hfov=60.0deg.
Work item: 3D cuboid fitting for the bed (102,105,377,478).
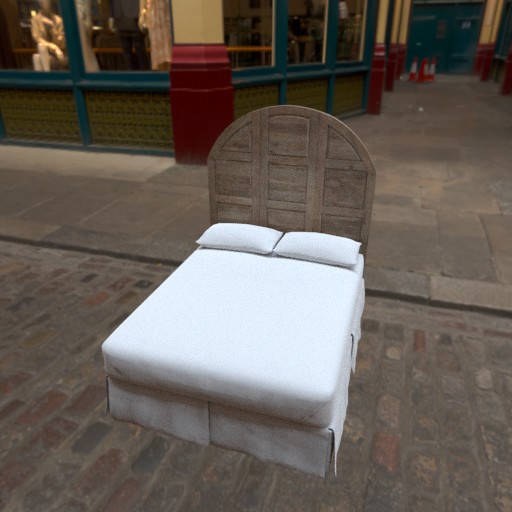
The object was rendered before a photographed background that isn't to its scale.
[{"bbox_3d":[0.000,0.000,3.484,1.713,2.002,2.112,8,27,16],"label":"bed"}]
